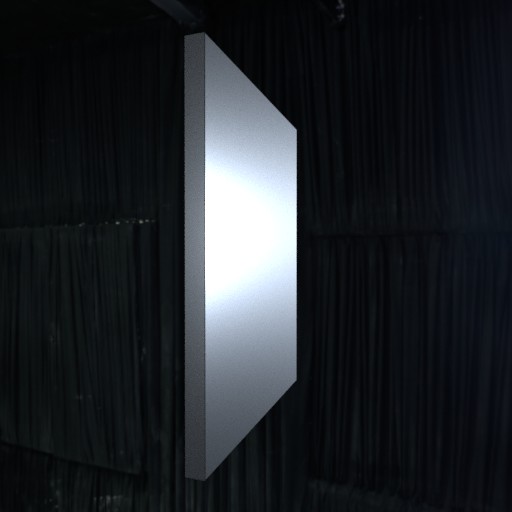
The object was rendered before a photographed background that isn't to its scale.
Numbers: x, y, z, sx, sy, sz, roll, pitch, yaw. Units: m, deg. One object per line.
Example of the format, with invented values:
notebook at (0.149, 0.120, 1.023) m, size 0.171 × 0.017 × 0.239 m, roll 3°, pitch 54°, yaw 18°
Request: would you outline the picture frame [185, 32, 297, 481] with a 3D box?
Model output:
picture frame at (0.000, 0.000, 0.771) m, size 0.028 × 0.556 × 0.460 m, roll 0°, pitch 0°, yaw 19°
